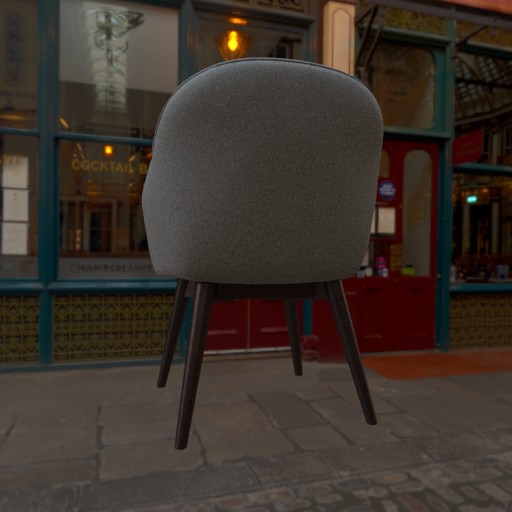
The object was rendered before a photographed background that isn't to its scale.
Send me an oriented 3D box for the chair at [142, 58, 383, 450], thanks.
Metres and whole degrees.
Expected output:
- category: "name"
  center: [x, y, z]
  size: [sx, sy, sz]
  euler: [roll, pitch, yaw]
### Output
- category: "chair"
  center: [0.000, 0.000, 1.203]
  size: [0.589, 0.810, 0.611]
  euler: [0, 0, -17]
